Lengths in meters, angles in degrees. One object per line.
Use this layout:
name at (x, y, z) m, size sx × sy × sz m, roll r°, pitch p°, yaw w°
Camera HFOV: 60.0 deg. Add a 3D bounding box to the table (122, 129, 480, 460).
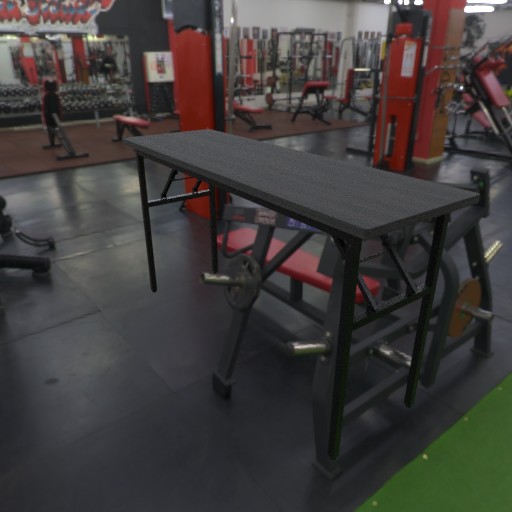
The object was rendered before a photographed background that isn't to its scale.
table at (0.000, 0.000, 1.715) m, size 0.449 × 0.750 × 1.399 m, roll -17°, pitch 29°, yaw -33°
